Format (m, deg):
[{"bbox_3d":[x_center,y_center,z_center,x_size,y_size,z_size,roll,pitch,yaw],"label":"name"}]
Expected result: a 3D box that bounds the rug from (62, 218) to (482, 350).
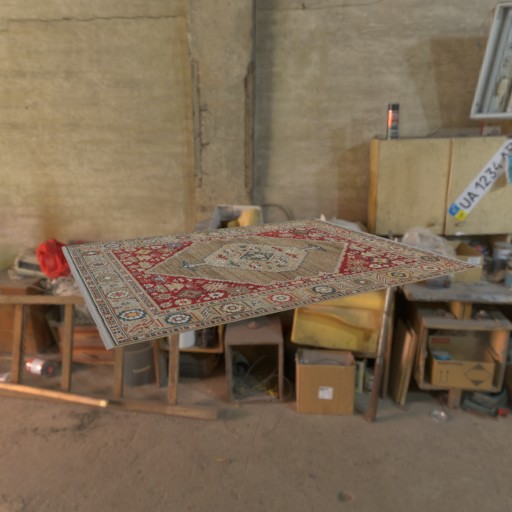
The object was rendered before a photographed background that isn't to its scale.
[{"bbox_3d":[0.000,0.000,4.128,3.143,0.008,2.451,-8,18,-27],"label":"rug"}]
